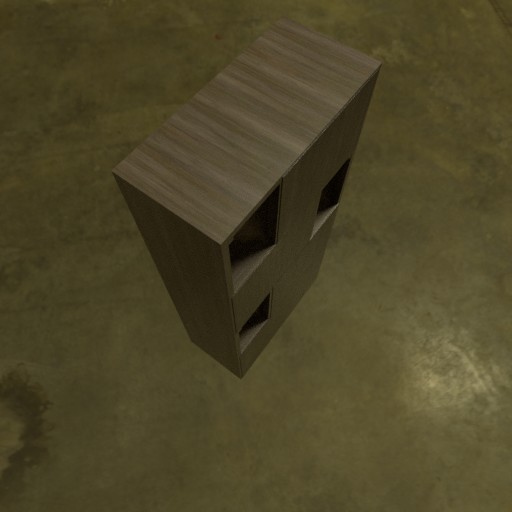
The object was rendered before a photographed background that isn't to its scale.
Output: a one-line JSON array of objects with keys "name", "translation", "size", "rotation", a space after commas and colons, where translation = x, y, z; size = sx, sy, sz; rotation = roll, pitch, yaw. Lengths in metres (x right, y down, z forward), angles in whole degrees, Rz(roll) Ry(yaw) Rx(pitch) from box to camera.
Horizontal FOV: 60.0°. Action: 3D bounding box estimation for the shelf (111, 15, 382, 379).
[{"name": "shelf", "translation": [0.000, 0.000, 1.762], "size": [0.323, 1.545, 0.670], "rotation": [34, 68, 16]}]
